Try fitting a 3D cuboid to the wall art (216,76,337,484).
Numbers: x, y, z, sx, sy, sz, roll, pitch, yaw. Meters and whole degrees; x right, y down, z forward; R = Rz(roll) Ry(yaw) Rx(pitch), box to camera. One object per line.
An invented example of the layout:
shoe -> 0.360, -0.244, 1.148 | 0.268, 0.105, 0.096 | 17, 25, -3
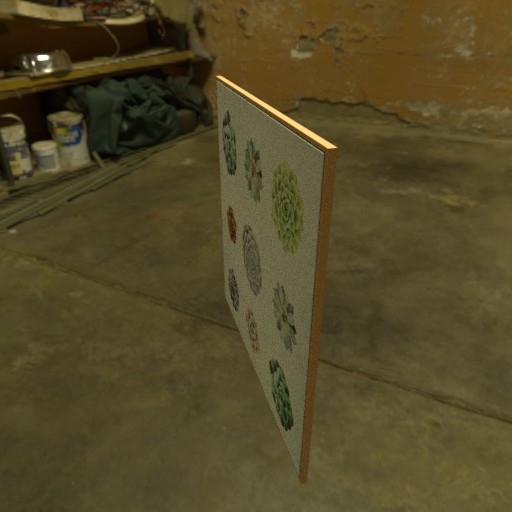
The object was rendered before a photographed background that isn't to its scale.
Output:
wall art -> 0.000, 0.000, 0.971 | 0.014, 0.655, 0.657 | -8, 30, -14
